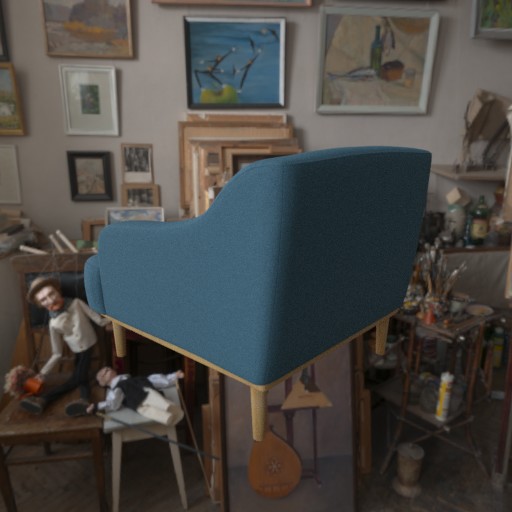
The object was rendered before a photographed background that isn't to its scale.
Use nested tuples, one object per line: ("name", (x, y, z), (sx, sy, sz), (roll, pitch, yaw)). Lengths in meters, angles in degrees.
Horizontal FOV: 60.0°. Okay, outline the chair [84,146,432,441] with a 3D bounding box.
("chair", (0.000, 0.000, 1.665), (0.951, 0.818, 0.946), (15, 21, 42))
